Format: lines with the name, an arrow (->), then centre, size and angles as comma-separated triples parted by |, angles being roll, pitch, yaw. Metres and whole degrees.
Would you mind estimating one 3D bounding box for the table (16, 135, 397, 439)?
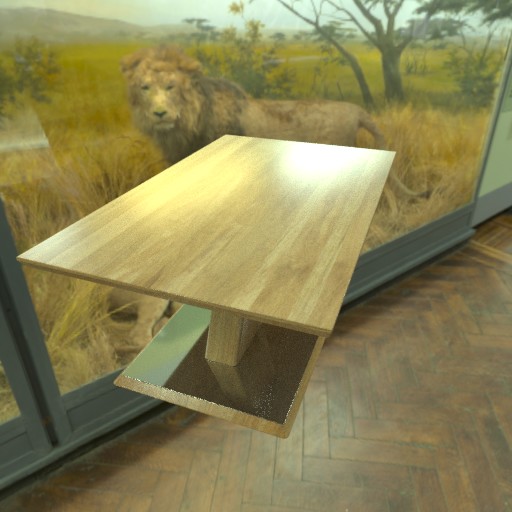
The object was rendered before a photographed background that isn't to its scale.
table -> 0.000, 0.000, 1.406 | 0.692, 0.441, 1.100 | 11, 31, 18
